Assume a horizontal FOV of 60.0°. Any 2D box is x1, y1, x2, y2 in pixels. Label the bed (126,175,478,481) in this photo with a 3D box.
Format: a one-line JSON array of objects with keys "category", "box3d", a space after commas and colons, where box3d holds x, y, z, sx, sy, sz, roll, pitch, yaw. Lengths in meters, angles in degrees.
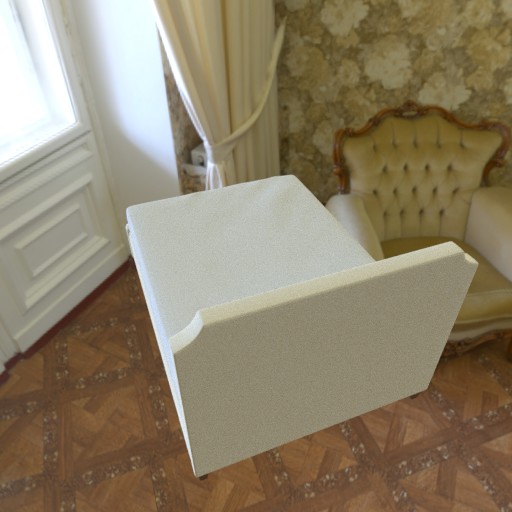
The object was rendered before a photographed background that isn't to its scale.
[{"category": "bed", "box3d": [0.000, 0.000, 3.363, 1.703, 1.415, 2.329, -14, 41, -16]}]
